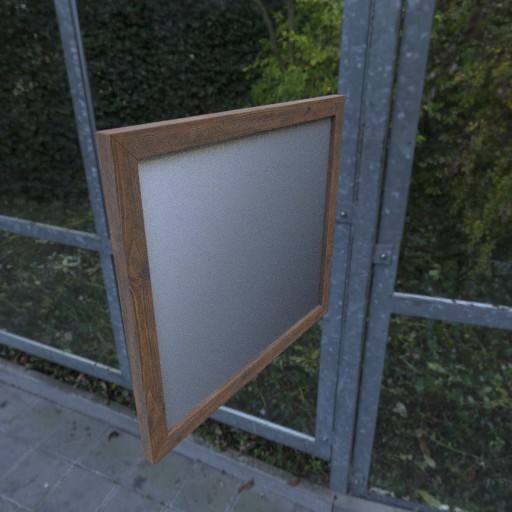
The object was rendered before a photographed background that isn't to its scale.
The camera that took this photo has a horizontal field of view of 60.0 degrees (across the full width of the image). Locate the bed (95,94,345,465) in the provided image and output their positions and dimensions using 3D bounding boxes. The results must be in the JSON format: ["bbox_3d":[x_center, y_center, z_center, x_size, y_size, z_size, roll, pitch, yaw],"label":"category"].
[{"bbox_3d":[0.000,0.000,1.480,0.046,0.942,1.046,18,30,33],"label":"bed"}]
